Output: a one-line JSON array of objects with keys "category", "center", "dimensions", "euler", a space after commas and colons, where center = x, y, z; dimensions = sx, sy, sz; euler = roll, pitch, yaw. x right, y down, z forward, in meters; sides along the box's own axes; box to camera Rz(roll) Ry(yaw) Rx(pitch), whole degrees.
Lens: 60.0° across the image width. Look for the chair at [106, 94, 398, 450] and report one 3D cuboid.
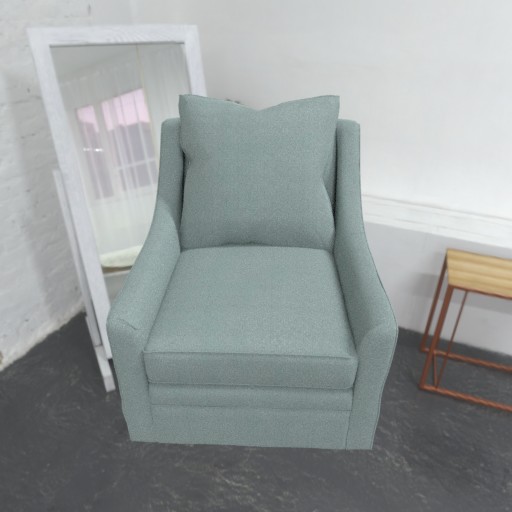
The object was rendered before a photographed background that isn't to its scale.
[{"category": "chair", "center": [0.000, 0.000, 1.521], "dimensions": [0.760, 0.926, 0.870], "euler": [1, 31, 2]}]
